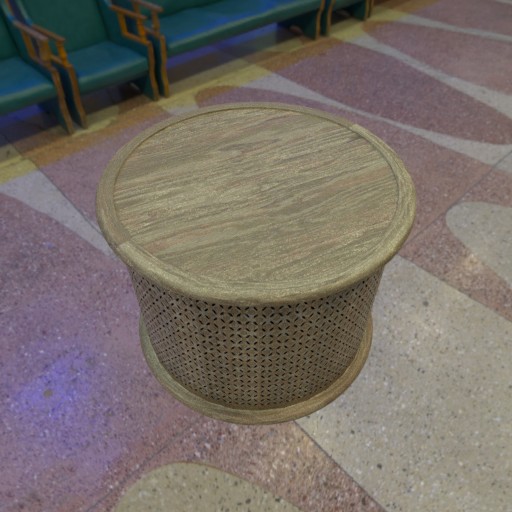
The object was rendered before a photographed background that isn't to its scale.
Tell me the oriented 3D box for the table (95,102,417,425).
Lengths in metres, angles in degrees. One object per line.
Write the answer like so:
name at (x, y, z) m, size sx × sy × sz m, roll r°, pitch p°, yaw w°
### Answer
table at (0.000, 0.000, 1.017) m, size 0.607 × 0.450 × 0.607 m, roll 0°, pitch 46°, yaw 0°
